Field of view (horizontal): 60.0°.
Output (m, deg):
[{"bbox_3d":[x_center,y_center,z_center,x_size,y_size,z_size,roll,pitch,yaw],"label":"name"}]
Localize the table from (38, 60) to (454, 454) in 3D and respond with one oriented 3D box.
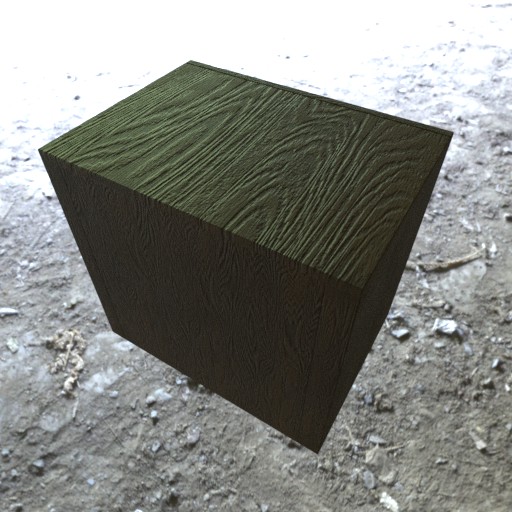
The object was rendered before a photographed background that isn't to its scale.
[{"bbox_3d":[0.000,0.000,0.954,0.560,0.585,0.439,24,51,21],"label":"table"}]
